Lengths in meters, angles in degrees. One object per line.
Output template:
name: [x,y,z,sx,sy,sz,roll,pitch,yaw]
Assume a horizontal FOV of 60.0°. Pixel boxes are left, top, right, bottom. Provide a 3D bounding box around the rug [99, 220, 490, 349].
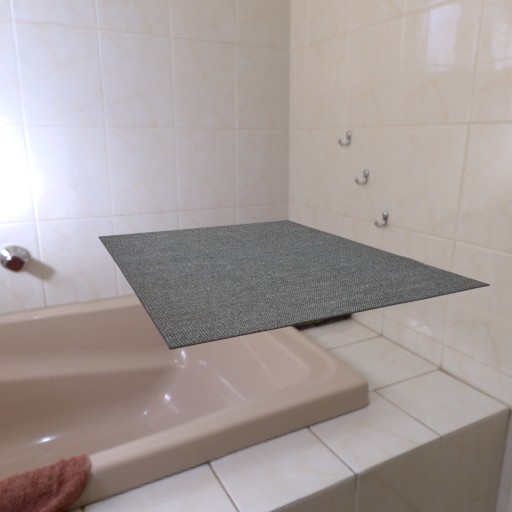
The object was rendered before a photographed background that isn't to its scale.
rug: [0.000,0.000,4.142,2.456,0.021,3.068,-7,16,-25]
